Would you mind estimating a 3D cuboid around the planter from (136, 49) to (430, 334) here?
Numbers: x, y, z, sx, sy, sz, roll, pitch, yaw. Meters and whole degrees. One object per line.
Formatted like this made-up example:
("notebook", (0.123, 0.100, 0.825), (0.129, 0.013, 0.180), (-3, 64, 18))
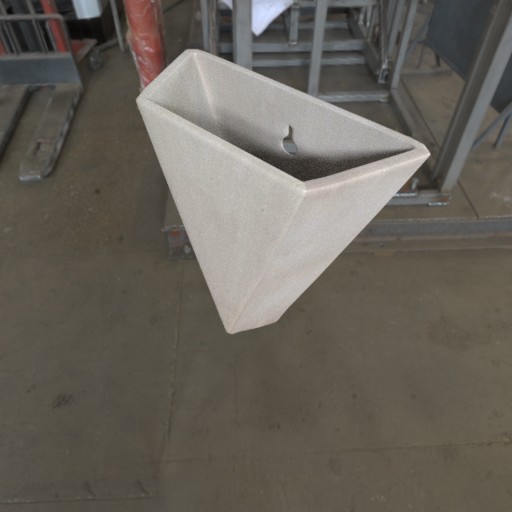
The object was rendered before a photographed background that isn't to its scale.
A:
("planter", (0.000, 0.000, 0.277), (0.150, 0.197, 0.060), (34, 56, 27))
